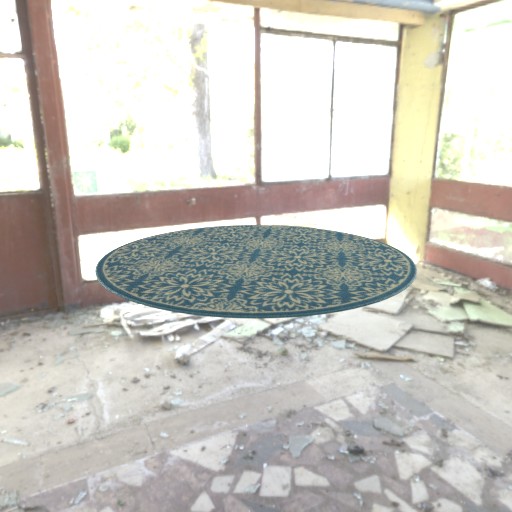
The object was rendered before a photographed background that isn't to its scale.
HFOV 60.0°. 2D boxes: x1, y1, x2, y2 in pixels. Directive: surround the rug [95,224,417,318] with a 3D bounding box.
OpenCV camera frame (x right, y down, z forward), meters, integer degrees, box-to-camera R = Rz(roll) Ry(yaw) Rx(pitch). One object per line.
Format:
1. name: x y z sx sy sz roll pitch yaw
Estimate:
1. rug: 0.000 0.000 2.320 1.593 0.012 1.593 0 16 0
